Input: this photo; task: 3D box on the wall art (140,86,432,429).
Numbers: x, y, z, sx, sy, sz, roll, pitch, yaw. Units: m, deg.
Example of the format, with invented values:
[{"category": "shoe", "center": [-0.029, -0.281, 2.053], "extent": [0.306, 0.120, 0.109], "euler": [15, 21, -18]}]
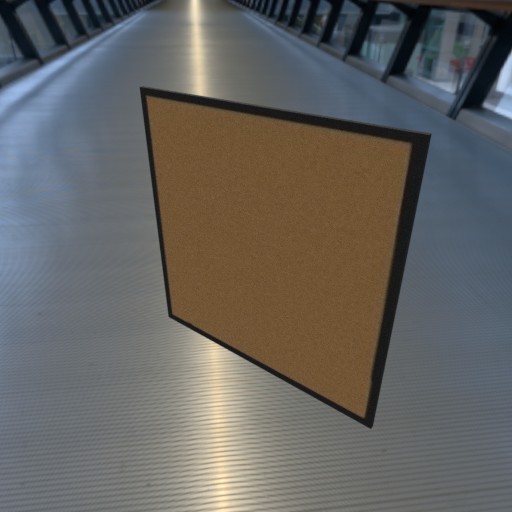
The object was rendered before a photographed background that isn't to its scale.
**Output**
[{"category": "wall art", "center": [0.000, 0.000, 1.254], "extent": [0.823, 0.823, 0.013], "euler": [21, 37, 32]}]
